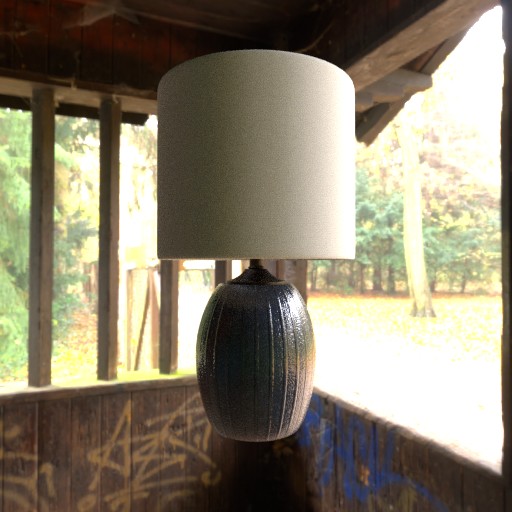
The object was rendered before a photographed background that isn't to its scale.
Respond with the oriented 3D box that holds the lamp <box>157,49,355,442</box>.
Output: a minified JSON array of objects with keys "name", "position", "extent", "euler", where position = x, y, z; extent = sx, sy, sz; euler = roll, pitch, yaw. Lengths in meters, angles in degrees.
[{"name":"lamp","position":[0.000,0.000,0.752],"extent":[0.329,0.570,0.329],"euler":[-1,-1,38]}]
